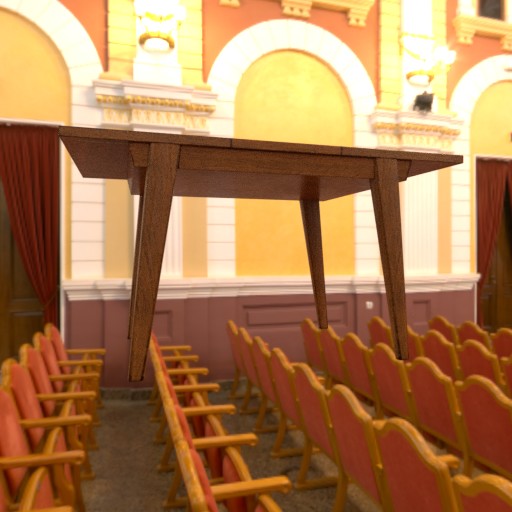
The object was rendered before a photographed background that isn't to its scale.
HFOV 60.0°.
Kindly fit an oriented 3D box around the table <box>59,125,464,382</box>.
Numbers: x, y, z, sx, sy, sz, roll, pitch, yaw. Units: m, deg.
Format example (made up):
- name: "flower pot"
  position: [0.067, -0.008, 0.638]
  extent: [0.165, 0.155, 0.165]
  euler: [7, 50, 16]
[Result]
- name: "table"
  position: [0.000, 0.000, 1.832]
  extent: [1.400, 0.760, 0.757]
  euler: [0, 1, -16]
